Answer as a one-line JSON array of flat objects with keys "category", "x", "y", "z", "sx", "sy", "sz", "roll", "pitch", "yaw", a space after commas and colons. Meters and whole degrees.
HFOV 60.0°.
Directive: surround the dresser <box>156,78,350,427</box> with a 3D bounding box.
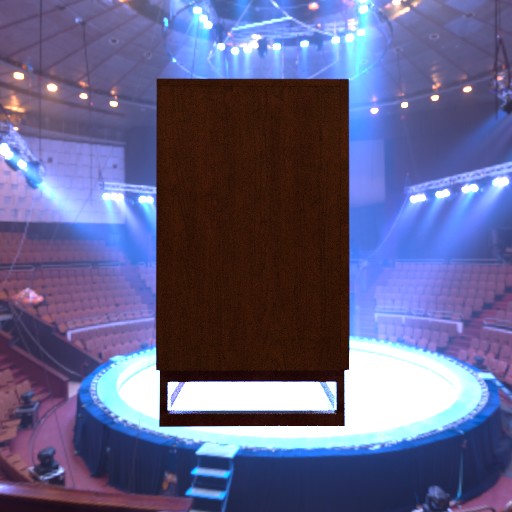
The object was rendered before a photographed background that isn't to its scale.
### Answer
[{"category": "dresser", "x": 0.000, "y": 0.000, "z": 2.167, "sx": 0.623, "sy": 1.061, "sz": 1.646, "roll": 0, "pitch": -1, "yaw": 0}]
